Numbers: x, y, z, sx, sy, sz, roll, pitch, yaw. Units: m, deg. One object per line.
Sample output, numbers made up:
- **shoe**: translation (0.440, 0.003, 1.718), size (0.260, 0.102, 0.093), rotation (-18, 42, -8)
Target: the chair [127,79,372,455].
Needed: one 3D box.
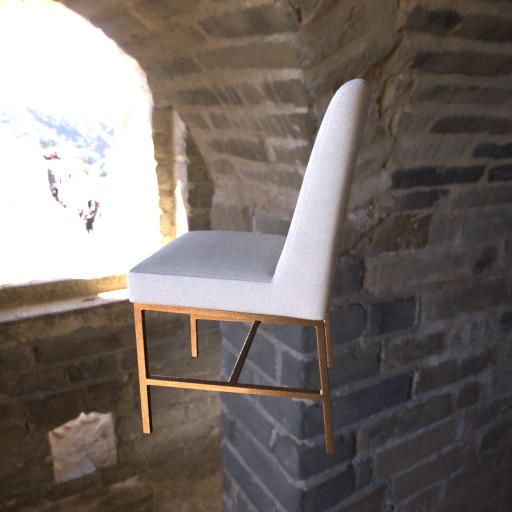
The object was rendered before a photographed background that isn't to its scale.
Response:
- **chair**: translation (0.000, 0.000, 1.305), size (0.597, 0.933, 0.503), rotation (2, 15, 9)
